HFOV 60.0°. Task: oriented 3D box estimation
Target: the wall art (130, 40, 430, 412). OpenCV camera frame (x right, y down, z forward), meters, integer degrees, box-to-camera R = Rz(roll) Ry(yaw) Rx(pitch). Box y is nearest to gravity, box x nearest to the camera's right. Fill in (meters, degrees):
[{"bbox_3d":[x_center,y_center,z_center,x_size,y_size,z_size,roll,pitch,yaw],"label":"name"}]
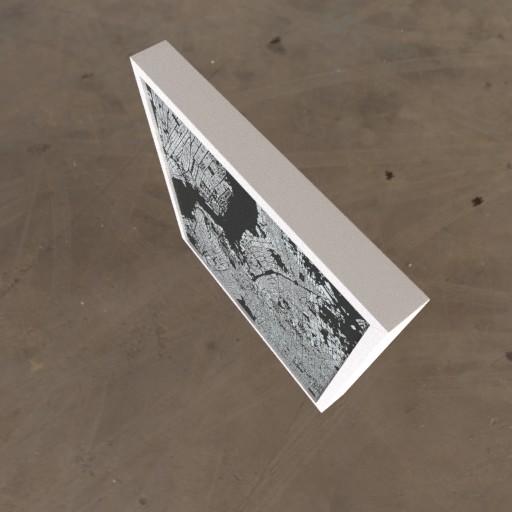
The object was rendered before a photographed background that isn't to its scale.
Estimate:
[{"bbox_3d":[0.000,0.000,0.458,0.037,0.305,0.305,-34,67,-16],"label":"wall art"}]
